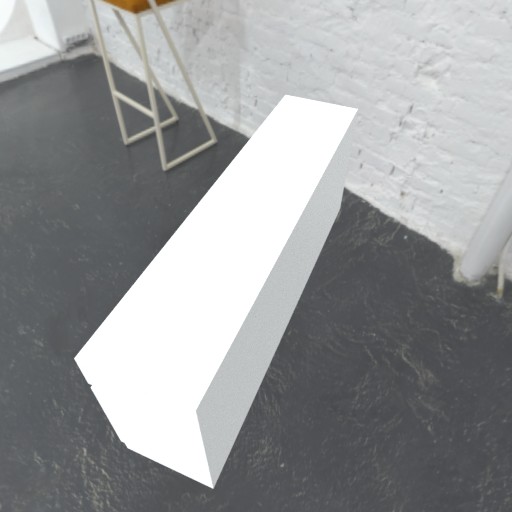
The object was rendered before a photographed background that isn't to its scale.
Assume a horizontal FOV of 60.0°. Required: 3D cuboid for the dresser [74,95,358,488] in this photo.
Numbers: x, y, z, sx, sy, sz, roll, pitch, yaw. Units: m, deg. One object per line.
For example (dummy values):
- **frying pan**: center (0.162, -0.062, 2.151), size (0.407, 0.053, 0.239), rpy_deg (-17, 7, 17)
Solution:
- **dresser**: center (0.000, 0.000, 2.544), size (0.500, 0.840, 2.200), rpy_deg (17, 49, 16)
